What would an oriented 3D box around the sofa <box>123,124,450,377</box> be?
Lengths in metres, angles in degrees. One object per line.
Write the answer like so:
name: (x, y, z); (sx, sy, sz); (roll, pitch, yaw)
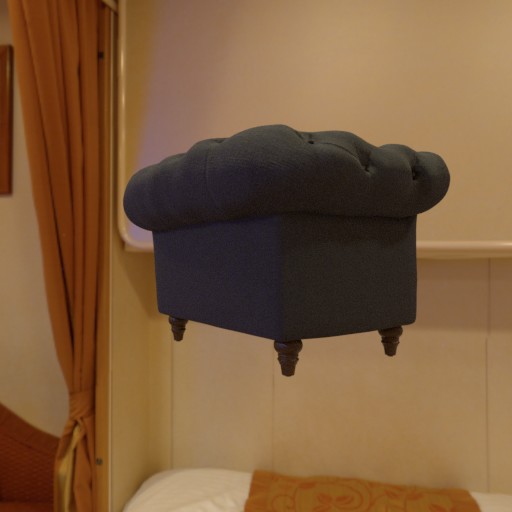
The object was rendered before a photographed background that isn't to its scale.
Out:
sofa: (0.000, 0.000, 2.051); (1.032, 0.878, 1.405); (1, -1, -36)
